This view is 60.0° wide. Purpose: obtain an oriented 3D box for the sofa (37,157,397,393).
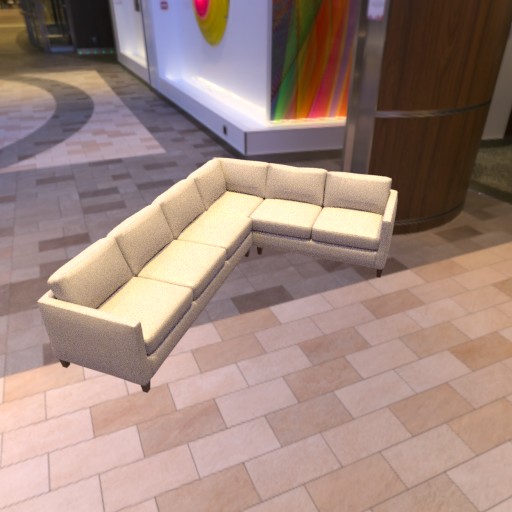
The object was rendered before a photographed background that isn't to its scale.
[{"bbox_3d":[0.000,0.000,4.541,2.522,0.934,3.333,11,32,17],"label":"sofa"}]
